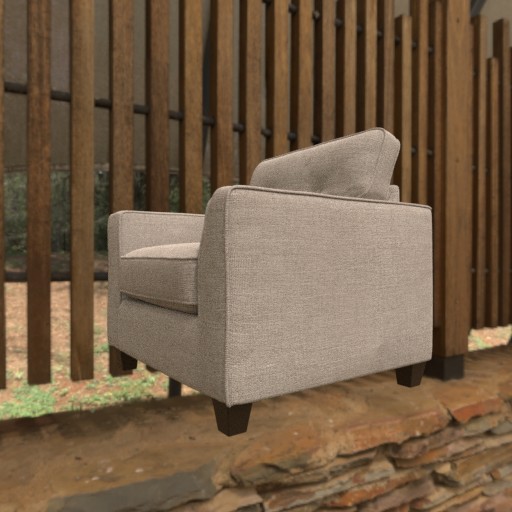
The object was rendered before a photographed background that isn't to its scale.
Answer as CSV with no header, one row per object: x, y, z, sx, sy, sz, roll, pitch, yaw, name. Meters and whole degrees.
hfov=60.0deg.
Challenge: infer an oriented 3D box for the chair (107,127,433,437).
0.000,0.000,1.778,0.939,0.965,1.015,0,0,-36,chair
